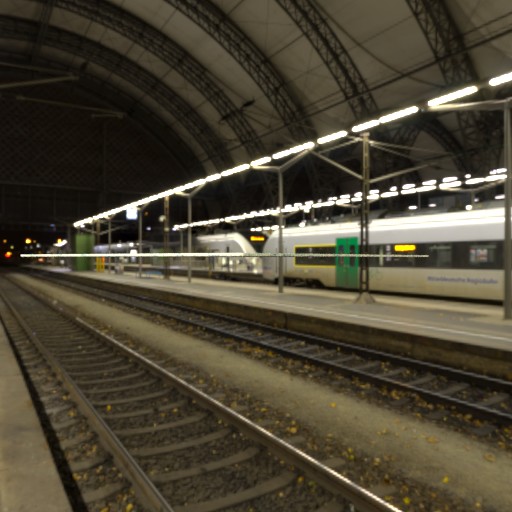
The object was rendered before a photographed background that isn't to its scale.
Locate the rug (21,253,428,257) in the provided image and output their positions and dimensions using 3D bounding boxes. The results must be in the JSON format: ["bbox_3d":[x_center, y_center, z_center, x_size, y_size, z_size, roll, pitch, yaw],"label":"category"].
[{"bbox_3d":[0.000,0.000,2.322,1.260,0.009,1.820,0,0,36],"label":"rug"}]
